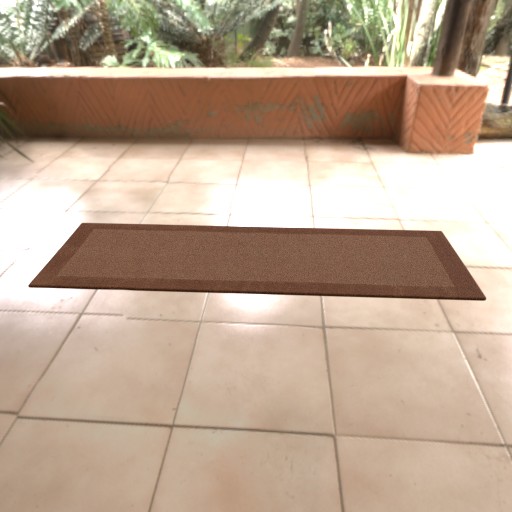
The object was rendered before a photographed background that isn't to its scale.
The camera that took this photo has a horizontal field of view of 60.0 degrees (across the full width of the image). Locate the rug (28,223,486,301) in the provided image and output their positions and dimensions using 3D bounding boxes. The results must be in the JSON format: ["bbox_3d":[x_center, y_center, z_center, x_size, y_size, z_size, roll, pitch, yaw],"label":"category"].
[{"bbox_3d":[0.000,0.000,2.675,2.439,0.017,0.764,1,31,2],"label":"rug"}]
